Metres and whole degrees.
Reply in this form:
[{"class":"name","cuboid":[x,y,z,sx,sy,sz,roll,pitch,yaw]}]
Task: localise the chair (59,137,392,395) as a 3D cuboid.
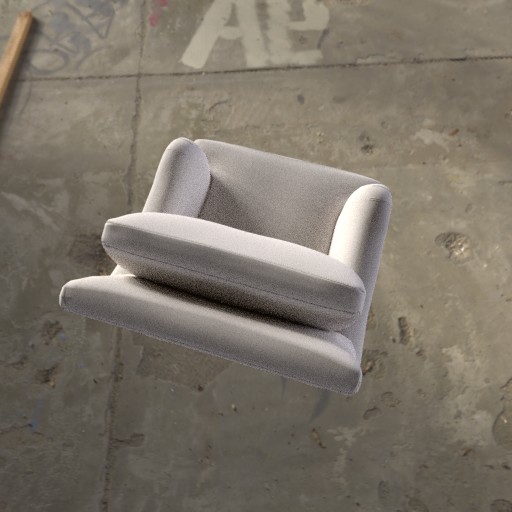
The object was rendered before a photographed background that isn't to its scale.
[{"class":"chair","cuboid":[0.000,0.000,1.841,0.955,1.038,1.070,15,65,7]}]
